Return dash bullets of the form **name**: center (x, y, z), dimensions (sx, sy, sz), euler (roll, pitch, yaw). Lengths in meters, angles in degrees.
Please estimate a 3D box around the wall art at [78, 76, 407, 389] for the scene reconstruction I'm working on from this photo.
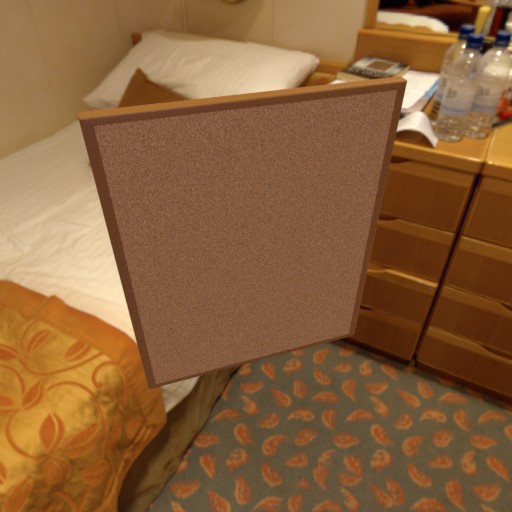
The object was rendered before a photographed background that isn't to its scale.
- **wall art**: center (0.000, 0.000, 0.524), dimensions (0.310, 0.379, 0.015), euler (-12, 41, -14)
